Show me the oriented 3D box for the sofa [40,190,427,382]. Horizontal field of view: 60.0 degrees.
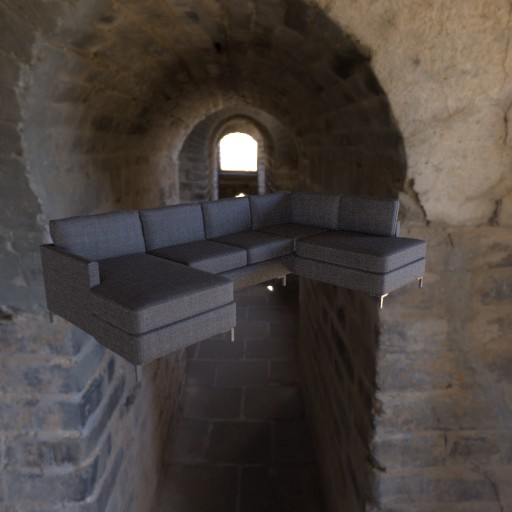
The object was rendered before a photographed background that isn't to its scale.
[{"bbox_3d":[0.000,0.000,4.419,2.048,0.999,3.423,13,19,42],"label":"sofa"}]
